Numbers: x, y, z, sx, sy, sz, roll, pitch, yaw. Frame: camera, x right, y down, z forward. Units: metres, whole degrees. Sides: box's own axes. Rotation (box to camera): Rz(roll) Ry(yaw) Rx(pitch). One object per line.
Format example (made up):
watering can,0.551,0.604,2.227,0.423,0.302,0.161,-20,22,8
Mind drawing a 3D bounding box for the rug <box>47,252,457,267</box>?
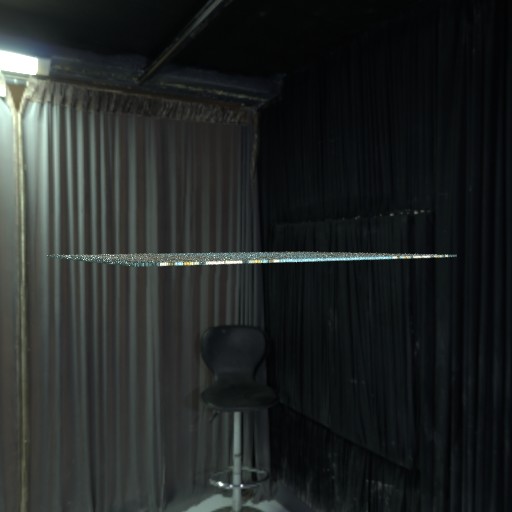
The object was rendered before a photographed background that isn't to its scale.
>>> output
rug,0.000,0.000,2.357,1.811,0.010,1.212,-1,2,-36
